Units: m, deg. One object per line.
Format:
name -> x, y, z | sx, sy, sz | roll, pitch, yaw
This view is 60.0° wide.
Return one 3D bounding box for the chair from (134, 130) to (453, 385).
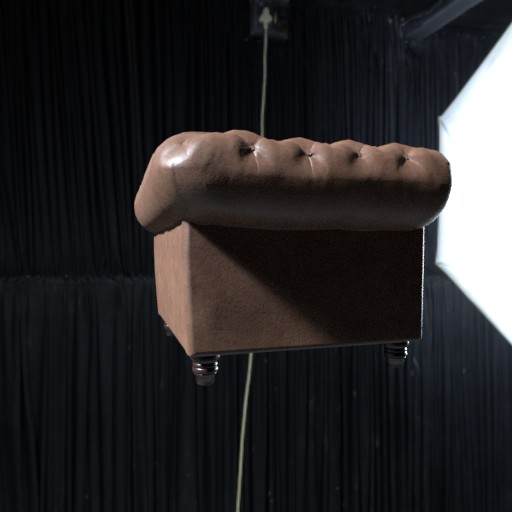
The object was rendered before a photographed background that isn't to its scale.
chair -> 0.000, 0.000, 1.874 | 0.954, 0.784, 1.298 | 0, 1, -18
